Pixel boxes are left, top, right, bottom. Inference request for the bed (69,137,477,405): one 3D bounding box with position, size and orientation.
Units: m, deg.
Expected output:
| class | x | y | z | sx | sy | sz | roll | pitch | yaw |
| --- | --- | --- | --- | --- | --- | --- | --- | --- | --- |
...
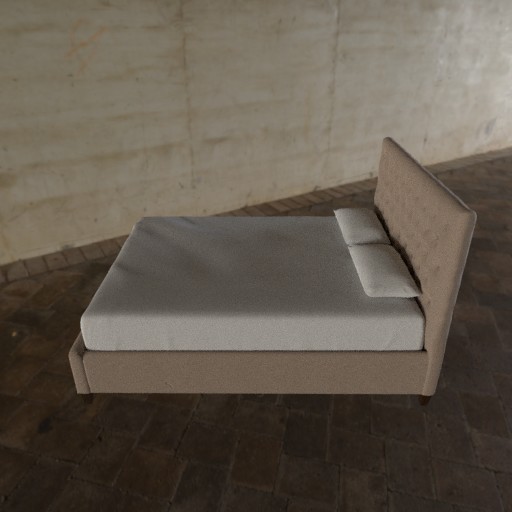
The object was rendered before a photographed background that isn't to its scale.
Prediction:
| class | x | y | z | sx | sy | sz | roll | pitch | yaw |
| --- | --- | --- | --- | --- | --- | --- | --- | --- | --- |
| bed | 0.000 | 0.000 | 3.397 | 2.387 | 1.427 | 1.698 | 0 | 28 | 0 |
